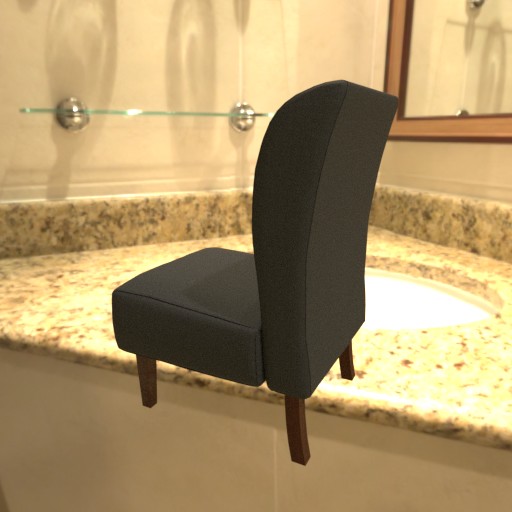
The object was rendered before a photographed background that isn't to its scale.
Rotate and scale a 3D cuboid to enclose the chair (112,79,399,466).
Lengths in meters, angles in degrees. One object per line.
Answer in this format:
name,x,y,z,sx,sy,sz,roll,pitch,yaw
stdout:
chair,0.000,0.000,1.168,0.592,0.804,0.513,8,18,26
